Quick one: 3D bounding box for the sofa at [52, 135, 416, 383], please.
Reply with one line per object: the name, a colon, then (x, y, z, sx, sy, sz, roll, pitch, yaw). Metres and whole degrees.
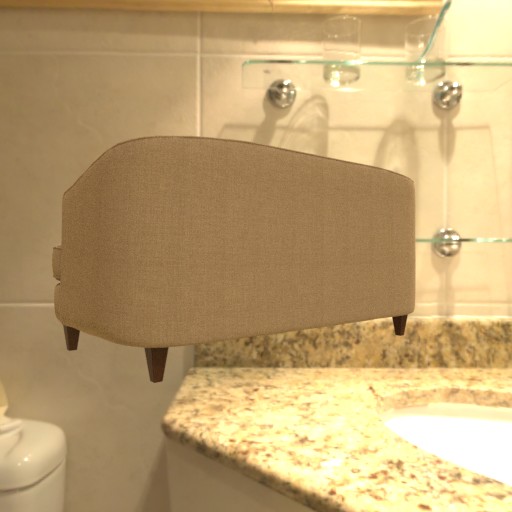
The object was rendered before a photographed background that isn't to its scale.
sofa: (0.000, 0.000, 2.231, 1.733, 0.855, 0.941, 0, 0, -38)
